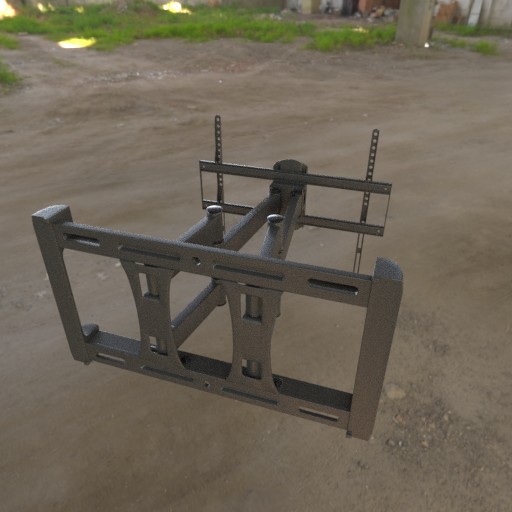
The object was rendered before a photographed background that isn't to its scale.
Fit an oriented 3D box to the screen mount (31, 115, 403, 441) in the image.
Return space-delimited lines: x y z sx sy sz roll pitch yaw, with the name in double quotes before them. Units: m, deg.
"screen mount" 0.000 0.000 0.937 0.571 0.424 0.556 10 33 16
